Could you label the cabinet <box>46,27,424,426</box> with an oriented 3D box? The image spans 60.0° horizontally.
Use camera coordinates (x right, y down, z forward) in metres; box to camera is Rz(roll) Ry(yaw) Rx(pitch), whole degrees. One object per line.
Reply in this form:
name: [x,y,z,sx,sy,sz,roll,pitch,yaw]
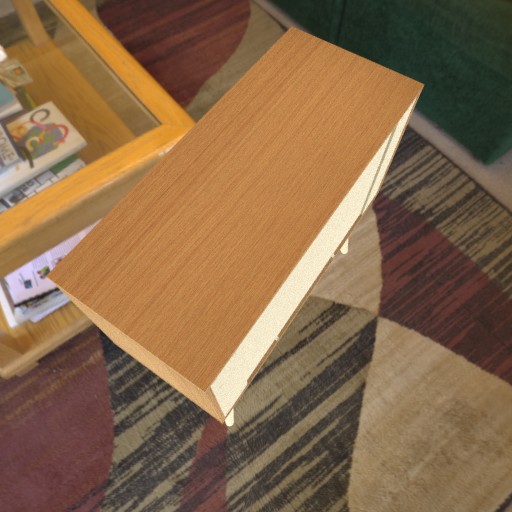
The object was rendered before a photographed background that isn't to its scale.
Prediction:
cabinet: [0.000,0.000,1.609,0.470,1.016,1.057,31,67,15]
